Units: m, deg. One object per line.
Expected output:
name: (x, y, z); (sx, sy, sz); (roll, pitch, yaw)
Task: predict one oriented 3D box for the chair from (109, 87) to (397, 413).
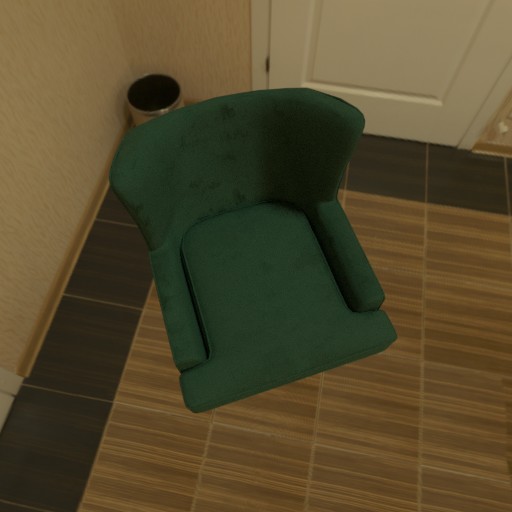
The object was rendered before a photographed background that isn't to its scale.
chair: (0.000, 0.000, 1.667); (0.793, 0.952, 0.910); (-16, 64, -8)
